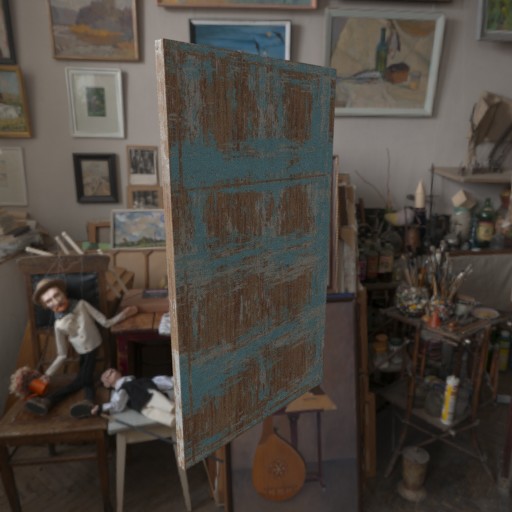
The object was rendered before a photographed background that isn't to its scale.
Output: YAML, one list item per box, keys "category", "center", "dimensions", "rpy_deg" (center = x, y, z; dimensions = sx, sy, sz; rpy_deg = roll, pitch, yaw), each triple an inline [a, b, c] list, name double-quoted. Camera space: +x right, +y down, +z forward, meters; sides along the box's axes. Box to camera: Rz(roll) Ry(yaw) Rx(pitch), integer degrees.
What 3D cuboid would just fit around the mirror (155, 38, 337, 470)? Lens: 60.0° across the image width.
- category: "mirror"
  center: [0.000, 0.000, 1.471]
  dimensions: [0.083, 1.213, 0.707]
  rpy_deg: [15, 21, 42]
